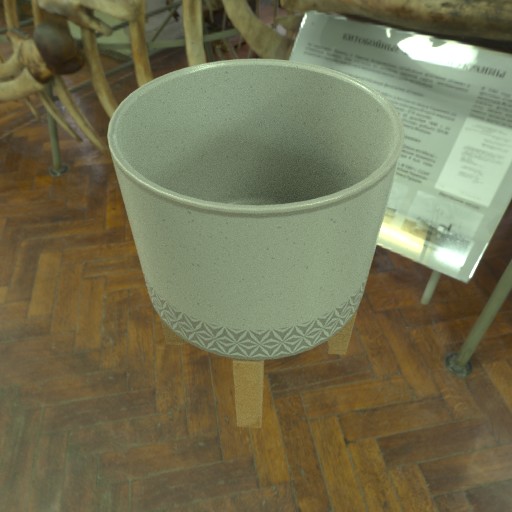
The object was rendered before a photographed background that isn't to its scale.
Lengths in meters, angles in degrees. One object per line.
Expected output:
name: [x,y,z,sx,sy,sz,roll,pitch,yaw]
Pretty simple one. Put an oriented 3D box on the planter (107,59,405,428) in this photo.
planter: [0.000,0.000,0.261,0.130,0.178,0.130,0,46,0]
